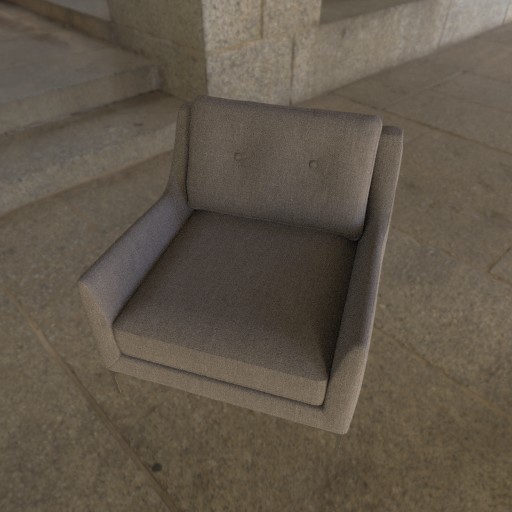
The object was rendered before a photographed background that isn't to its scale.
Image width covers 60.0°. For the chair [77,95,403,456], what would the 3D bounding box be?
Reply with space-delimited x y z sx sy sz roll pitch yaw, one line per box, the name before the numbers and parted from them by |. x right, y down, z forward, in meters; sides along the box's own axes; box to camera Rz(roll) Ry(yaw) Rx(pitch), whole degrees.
chair | 0.000 0.000 1.532 0.847 0.828 0.849 11 41 13
